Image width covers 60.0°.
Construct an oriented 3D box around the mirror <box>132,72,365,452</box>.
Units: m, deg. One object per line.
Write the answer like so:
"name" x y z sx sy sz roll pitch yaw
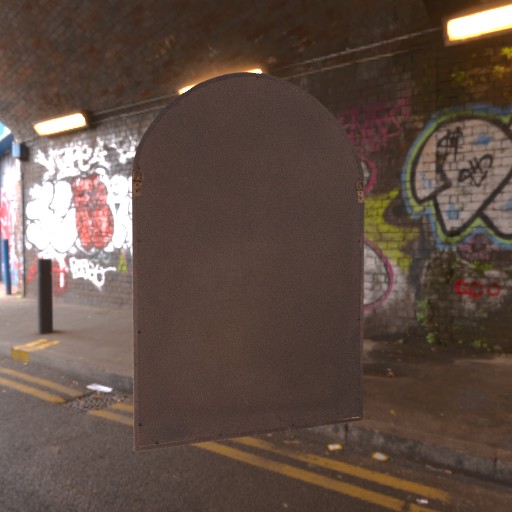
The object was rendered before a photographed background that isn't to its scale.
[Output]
"mirror" 0.000 0.000 1.132 0.609 0.915 0.032 -1 2 -18
